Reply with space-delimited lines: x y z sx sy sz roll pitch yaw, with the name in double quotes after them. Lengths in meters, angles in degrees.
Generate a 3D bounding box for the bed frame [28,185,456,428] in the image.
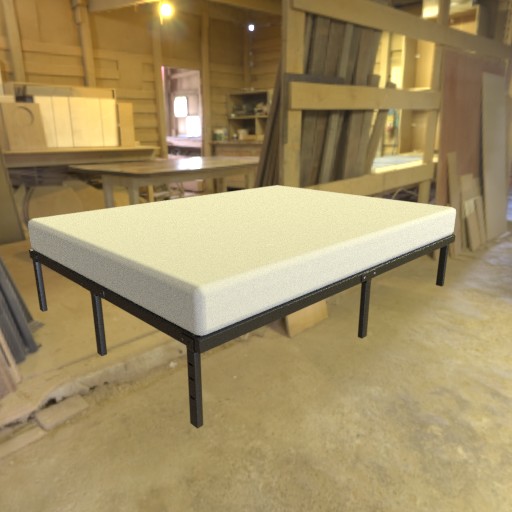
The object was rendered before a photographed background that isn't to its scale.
0.000 0.000 3.425 2.635 0.680 1.990 -16 23 -43 "bed frame"
